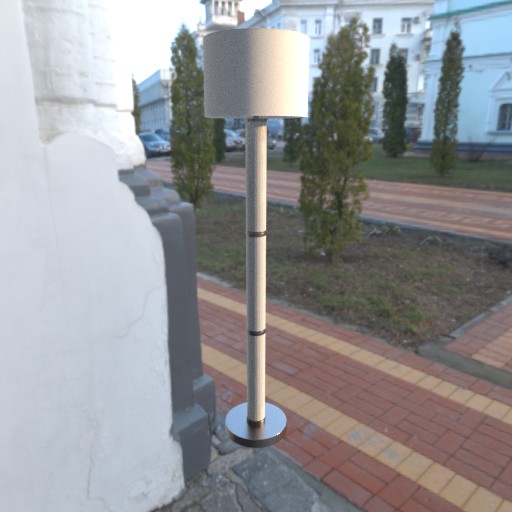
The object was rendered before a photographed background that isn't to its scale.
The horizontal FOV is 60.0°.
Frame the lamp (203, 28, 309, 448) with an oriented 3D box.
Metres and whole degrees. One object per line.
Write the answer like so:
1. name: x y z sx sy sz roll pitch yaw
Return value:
1. lamp: 0.000 0.000 1.782 0.377 1.599 0.377 -8 18 -26
